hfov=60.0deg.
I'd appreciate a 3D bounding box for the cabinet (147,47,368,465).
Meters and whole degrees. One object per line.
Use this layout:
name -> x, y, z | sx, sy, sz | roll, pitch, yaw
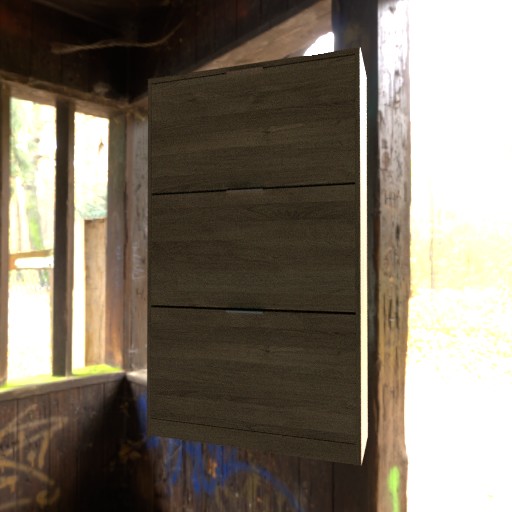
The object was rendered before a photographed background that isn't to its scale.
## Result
cabinet -> 0.000, 0.000, 1.580 | 0.750, 1.280, 0.250 | 0, -1, 19
